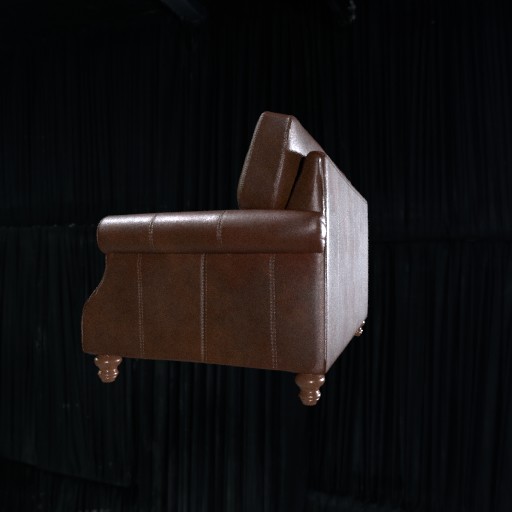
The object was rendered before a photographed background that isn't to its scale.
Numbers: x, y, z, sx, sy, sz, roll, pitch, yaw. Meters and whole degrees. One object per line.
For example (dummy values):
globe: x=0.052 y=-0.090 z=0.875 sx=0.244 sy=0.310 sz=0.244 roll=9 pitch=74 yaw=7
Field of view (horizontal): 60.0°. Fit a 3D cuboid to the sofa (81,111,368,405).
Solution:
sofa: x=0.000 y=0.000 z=2.247 sx=0.990 sy=0.976 sz=1.616 roll=0 pitch=0 yaw=19
